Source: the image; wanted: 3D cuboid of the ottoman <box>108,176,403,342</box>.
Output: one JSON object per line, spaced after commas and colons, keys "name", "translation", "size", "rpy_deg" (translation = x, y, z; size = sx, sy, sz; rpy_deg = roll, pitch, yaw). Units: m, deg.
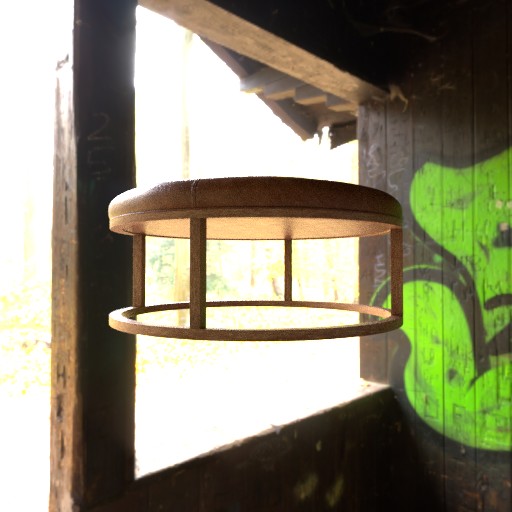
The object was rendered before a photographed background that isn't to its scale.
{"name": "ottoman", "translation": [0.000, 0.000, 1.586], "size": [1.006, 0.445, 1.006], "rpy_deg": [0, -1, 0]}
